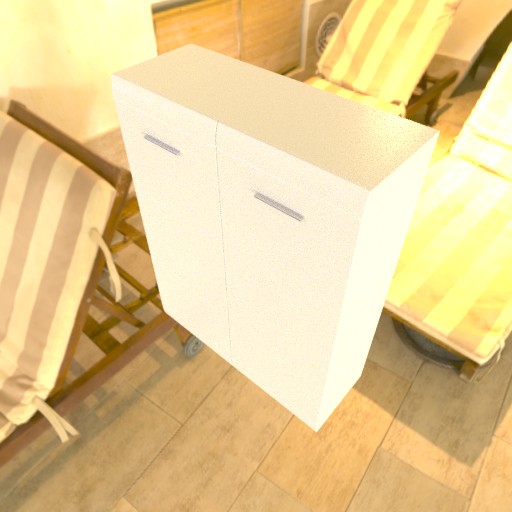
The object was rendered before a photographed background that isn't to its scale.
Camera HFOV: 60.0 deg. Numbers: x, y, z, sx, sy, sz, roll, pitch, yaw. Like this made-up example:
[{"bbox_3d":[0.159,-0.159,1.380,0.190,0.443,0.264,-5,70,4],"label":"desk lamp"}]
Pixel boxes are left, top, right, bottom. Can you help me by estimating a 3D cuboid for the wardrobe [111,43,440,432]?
[{"bbox_3d":[0.000,0.000,1.638,0.900,1.200,0.360,32,53,28],"label":"wardrobe"}]
